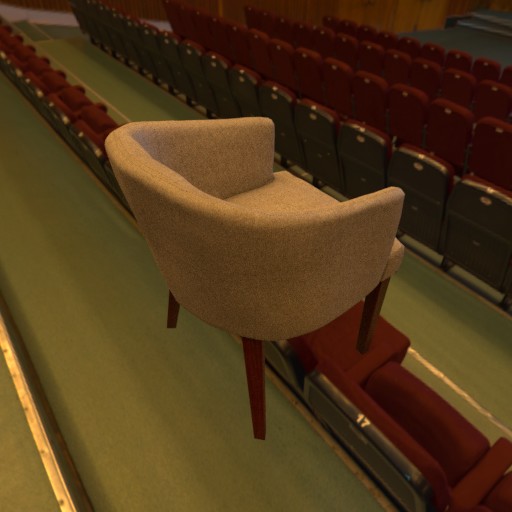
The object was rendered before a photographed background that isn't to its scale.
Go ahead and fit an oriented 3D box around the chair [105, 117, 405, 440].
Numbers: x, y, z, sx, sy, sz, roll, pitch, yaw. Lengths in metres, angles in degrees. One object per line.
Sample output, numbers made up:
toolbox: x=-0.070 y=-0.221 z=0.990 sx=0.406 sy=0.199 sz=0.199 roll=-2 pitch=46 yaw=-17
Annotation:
chair: x=0.000 y=0.000 z=1.248 sx=0.655 sy=0.811 sz=0.583 roll=-26 pitch=47 yaw=-27
